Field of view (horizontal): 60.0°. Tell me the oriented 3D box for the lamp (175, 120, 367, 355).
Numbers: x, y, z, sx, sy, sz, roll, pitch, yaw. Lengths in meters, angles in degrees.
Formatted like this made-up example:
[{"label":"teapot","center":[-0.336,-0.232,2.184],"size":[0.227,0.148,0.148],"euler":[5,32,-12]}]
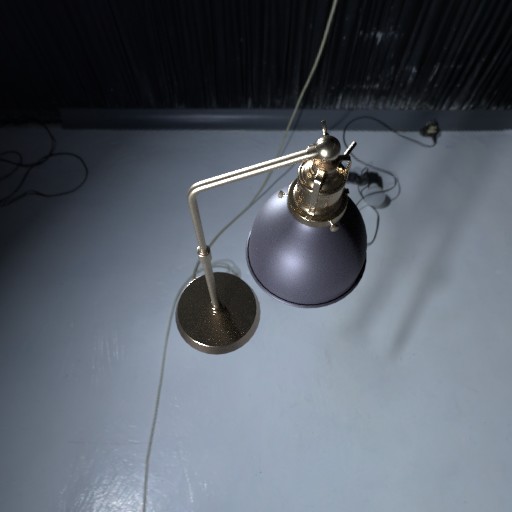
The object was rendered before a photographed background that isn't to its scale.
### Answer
[{"label":"lamp","center":[0.000,0.000,0.596],"size":[0.291,0.456,0.160],"euler":[-1,64,0]}]
